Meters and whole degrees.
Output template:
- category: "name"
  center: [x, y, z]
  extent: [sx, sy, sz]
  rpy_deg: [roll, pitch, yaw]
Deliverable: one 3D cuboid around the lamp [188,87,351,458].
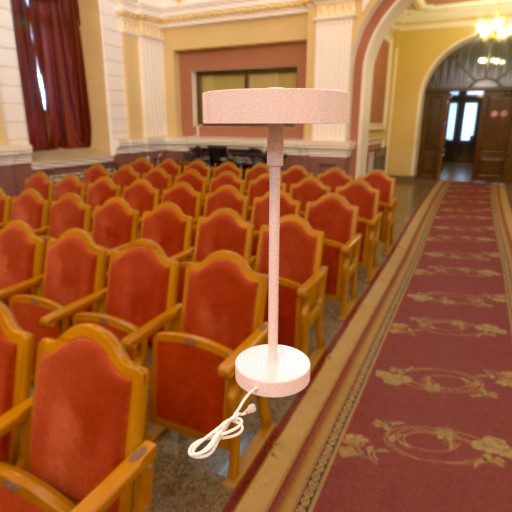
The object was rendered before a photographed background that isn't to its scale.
- category: "lamp"
  center: [0.000, 0.000, 0.701]
  extent: [0.229, 0.508, 0.369]
  rpy_deg: [8, 18, 25]
